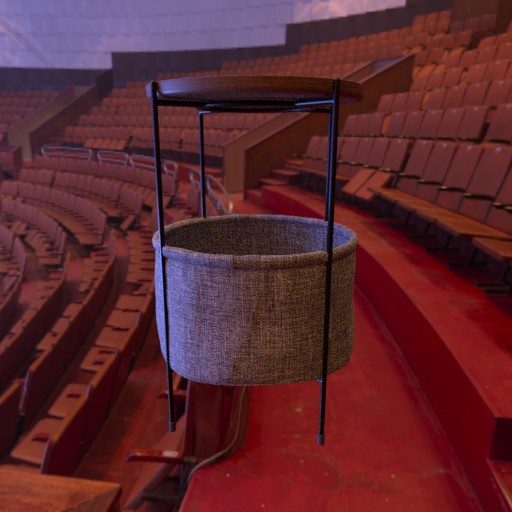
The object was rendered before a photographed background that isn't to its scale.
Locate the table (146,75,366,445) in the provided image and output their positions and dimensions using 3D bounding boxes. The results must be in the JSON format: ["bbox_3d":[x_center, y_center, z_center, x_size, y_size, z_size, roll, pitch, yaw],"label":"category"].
[{"bbox_3d":[0.000,0.000,0.878,0.400,0.623,0.400,2,15,8],"label":"table"}]
